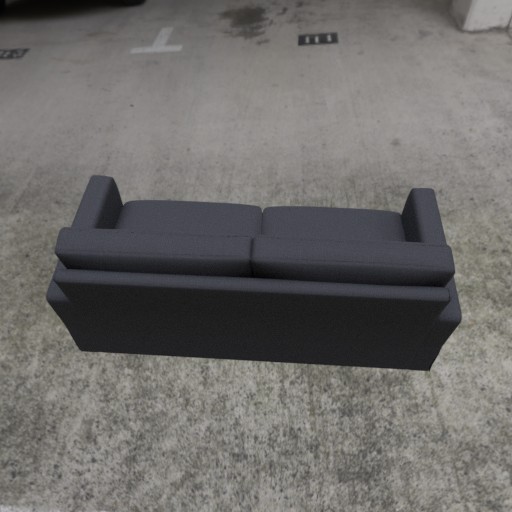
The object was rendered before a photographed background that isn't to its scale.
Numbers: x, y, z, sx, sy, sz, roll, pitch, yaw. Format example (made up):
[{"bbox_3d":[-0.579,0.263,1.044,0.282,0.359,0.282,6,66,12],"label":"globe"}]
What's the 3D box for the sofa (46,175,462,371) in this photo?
[{"bbox_3d":[0.000,0.000,2.277,1.852,0.839,0.898,3,47,2],"label":"sofa"}]
